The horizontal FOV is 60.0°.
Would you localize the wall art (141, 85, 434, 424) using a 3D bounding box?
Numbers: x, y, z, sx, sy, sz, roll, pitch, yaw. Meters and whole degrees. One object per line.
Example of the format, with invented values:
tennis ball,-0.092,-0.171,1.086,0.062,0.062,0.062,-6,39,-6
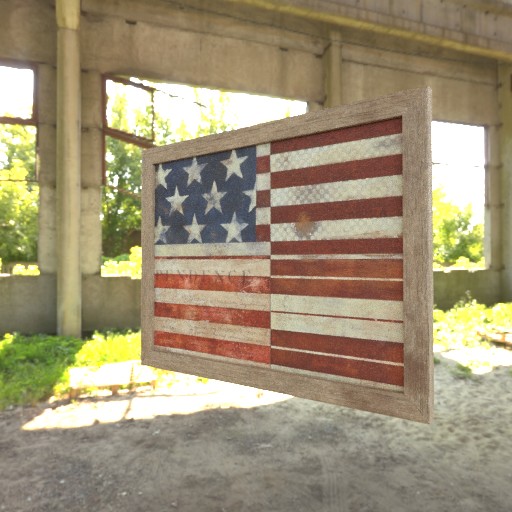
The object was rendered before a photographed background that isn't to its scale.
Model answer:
wall art,0.000,0.000,0.910,0.690,0.535,0.026,-1,-1,36
